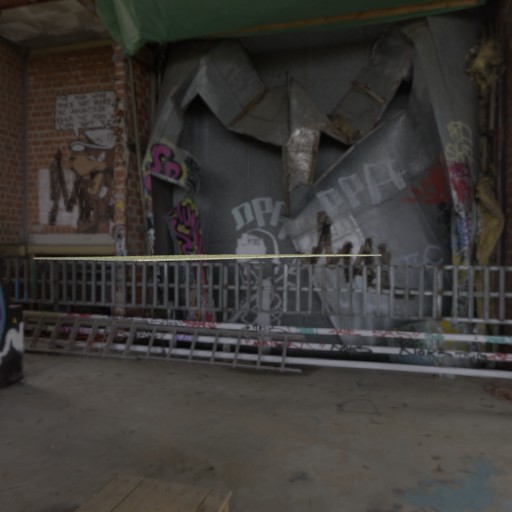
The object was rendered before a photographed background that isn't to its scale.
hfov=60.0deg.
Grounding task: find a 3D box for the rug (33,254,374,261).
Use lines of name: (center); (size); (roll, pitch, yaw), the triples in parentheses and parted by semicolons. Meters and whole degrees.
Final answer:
rug: (0.000, 0.000, 2.648); (0.686, 0.013, 2.340); (0, 1, 36)
